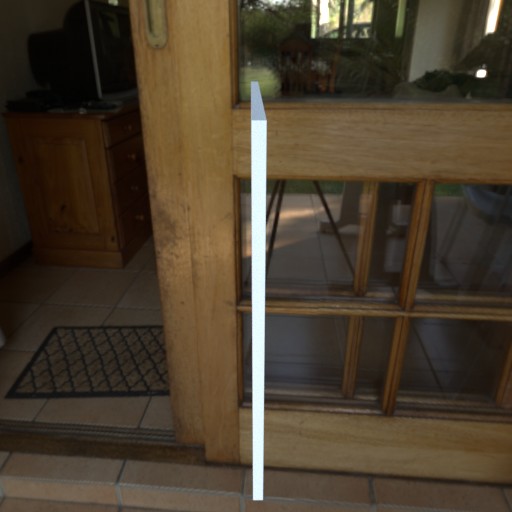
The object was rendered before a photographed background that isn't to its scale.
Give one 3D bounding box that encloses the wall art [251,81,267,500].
[{"bbox_3d":[0.000,0.000,1.164,0.022,0.803,0.805,0,25,-1],"label":"wall art"}]
